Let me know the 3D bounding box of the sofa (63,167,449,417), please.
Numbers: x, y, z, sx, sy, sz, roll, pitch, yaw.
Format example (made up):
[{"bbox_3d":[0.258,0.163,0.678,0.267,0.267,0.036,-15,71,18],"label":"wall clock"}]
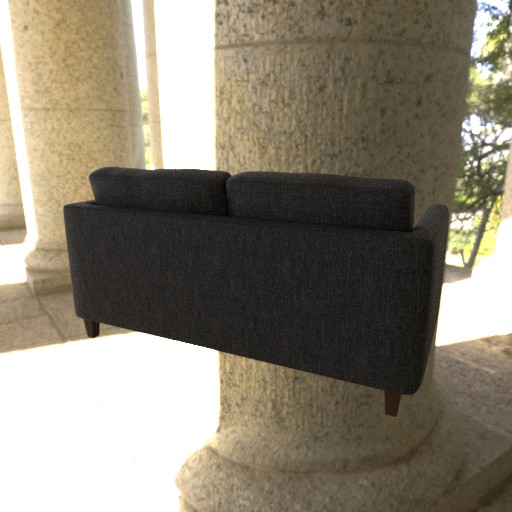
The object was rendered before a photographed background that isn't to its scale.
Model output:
[{"bbox_3d":[0.000,0.000,2.436,1.884,0.963,0.950,7,17,25],"label":"sofa"}]
